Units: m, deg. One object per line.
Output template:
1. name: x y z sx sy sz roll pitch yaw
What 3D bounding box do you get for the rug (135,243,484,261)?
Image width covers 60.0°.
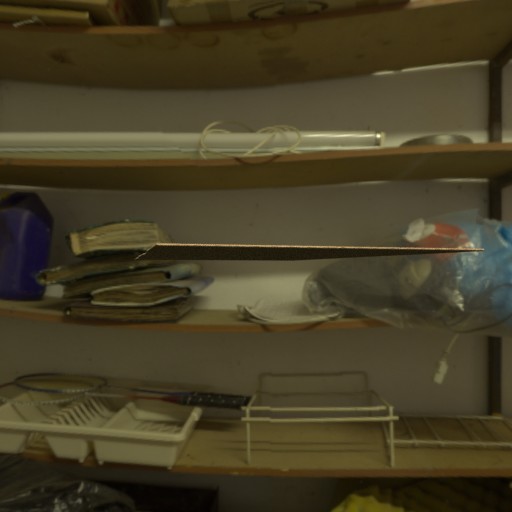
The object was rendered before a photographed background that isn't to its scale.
1. rug: 0.000 0.000 3.031 1.526 0.011 2.435 1 -2 -17
